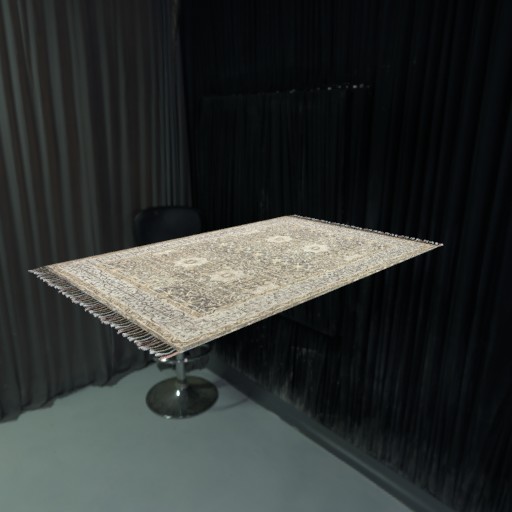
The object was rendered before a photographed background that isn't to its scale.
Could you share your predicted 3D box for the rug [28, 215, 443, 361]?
[{"bbox_3d":[0.000,0.000,2.491,2.029,0.010,1.237,-15,23,-41],"label":"rug"}]
